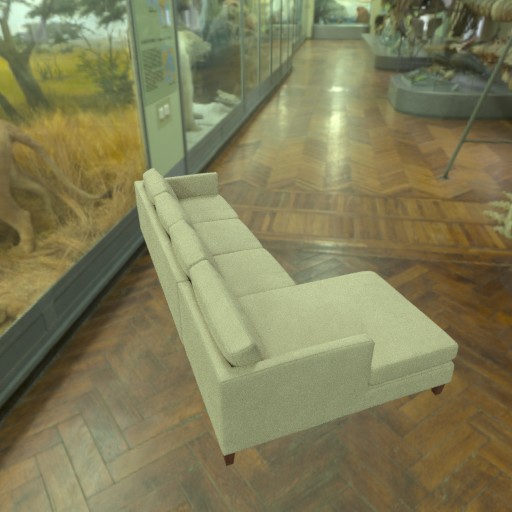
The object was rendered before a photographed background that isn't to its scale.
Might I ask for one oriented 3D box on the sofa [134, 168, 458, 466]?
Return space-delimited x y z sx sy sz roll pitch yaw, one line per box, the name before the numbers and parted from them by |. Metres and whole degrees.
sofa | 0.000 0.000 3.880 1.625 0.846 3.186 -11 31 -18
